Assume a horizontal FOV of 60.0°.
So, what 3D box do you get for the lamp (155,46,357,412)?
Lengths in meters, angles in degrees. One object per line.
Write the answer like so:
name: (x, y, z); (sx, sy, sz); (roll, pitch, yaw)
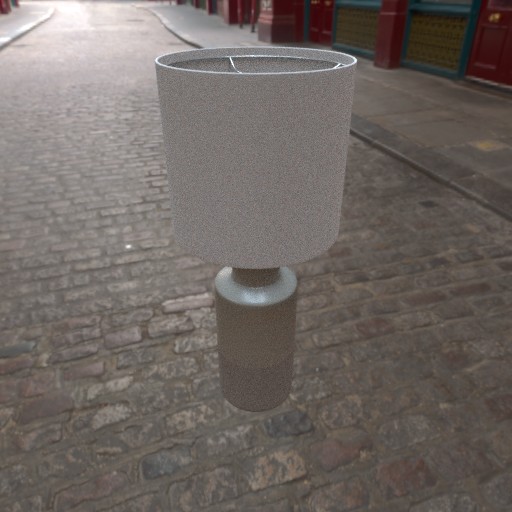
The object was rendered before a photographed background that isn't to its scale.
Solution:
lamp: (0.000, 0.000, 0.599); (0.212, 0.493, 0.212); (-10, 32, -16)
